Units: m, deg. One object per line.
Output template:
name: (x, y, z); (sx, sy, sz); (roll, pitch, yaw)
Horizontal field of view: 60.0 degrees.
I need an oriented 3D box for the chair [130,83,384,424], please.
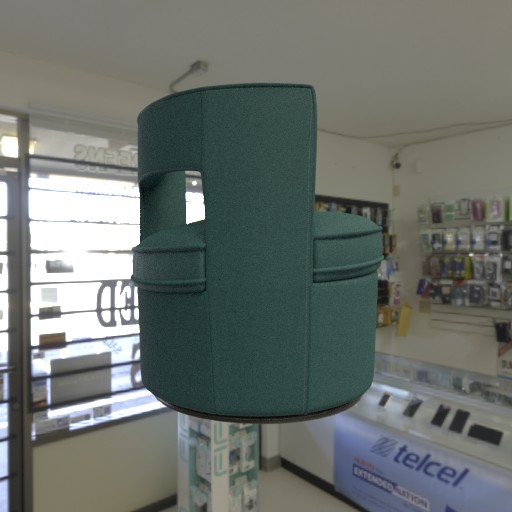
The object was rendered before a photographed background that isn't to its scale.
chair: (0.000, 0.000, 1.216); (0.660, 0.711, 0.684); (0, 0, -37)
